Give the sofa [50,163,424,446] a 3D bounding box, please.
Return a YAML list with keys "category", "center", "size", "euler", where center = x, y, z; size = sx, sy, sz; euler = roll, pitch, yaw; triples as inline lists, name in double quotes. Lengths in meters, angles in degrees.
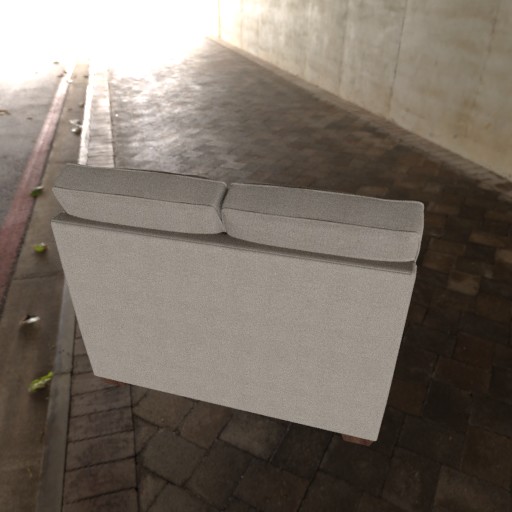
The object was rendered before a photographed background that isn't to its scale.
- category: "sofa"
  center: [0.000, 0.000, 1.965]
  size: [1.232, 1.006, 0.978]
  euler: [8, 33, 13]
